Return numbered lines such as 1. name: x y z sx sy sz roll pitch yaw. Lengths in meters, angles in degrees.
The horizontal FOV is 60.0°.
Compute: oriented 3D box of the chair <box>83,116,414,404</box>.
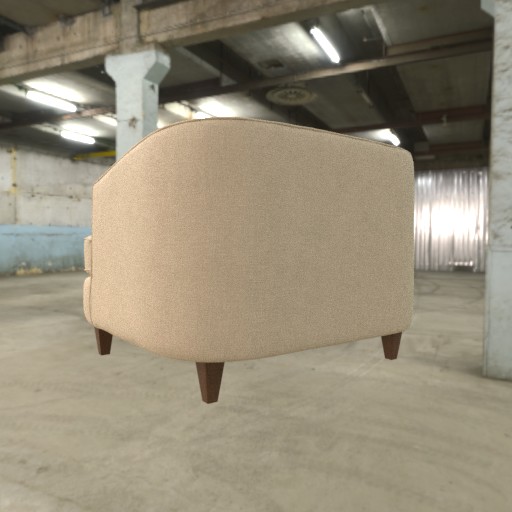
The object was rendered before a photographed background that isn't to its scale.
1. chair: 0.000 0.000 1.739 1.118 0.787 0.914 -1 2 -35
